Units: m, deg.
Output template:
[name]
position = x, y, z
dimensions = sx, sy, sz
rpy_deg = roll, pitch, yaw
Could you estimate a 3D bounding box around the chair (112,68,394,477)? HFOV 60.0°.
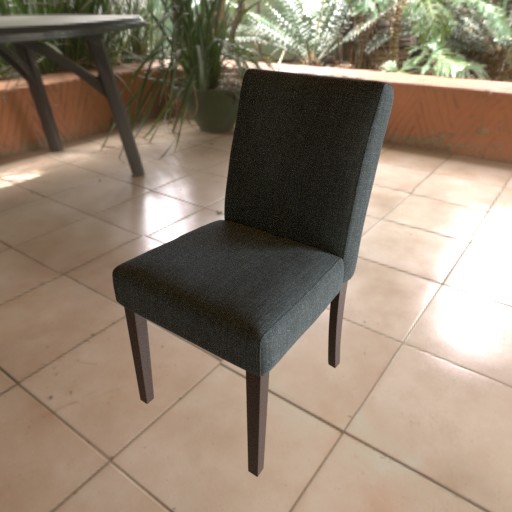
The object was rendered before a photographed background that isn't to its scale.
[chair]
position = 0.000, 0.000, 1.234
dimensions = 0.487, 0.884, 0.629
rpy_deg = 20, 36, 30
